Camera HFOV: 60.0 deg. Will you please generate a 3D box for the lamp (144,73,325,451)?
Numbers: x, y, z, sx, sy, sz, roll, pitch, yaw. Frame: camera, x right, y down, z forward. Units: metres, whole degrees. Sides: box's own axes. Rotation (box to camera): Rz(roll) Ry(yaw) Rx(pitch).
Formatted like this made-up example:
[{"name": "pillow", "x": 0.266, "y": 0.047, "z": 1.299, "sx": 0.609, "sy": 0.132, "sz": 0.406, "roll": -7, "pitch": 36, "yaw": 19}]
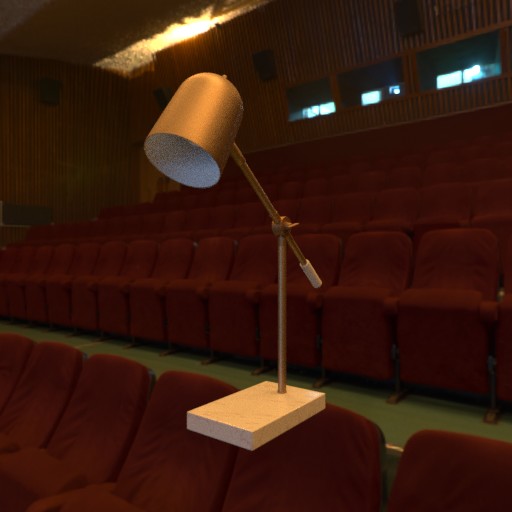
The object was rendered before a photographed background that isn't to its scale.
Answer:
[{"name": "lamp", "x": 0.000, "y": 0.000, "z": 0.812, "sx": 0.144, "sy": 0.603, "sz": 0.471, "roll": 0, "pitch": 0, "yaw": 37}]
